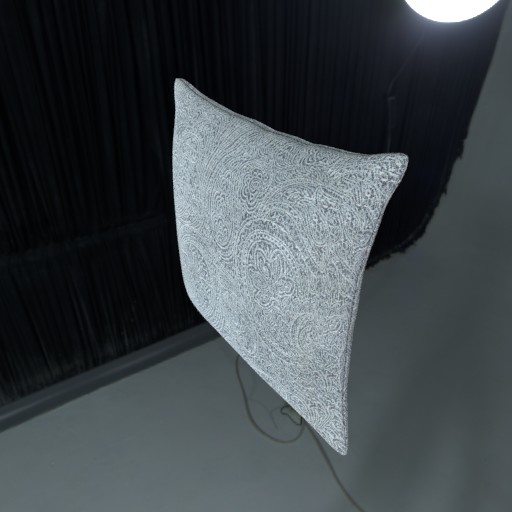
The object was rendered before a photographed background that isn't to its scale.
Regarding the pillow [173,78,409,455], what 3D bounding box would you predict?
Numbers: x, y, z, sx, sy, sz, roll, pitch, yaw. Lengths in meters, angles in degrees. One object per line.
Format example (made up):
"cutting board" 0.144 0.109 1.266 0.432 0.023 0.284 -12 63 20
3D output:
"pillow" 0.000 0.000 0.772 0.166 0.510 0.523 -21 38 -30
